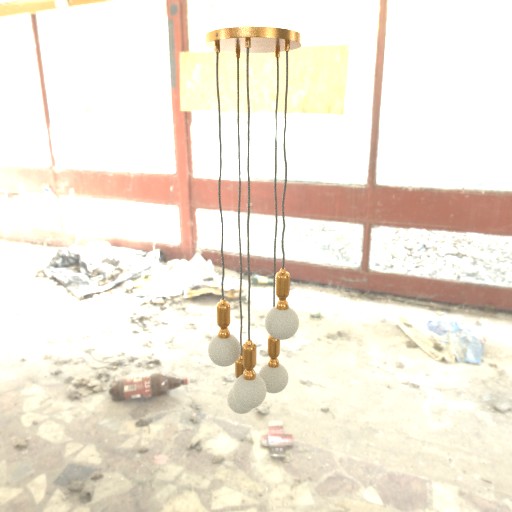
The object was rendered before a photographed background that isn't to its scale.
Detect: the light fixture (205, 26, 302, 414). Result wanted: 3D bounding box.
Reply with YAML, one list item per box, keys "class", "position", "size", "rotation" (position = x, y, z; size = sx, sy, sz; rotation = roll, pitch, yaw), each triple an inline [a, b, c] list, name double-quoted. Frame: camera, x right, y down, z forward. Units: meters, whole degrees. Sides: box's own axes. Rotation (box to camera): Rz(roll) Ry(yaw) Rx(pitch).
- class: "light fixture"
  position: [0.000, 0.000, 0.508]
  size: [0.108, 0.457, 0.105]
  rotation: [16, 23, 42]
